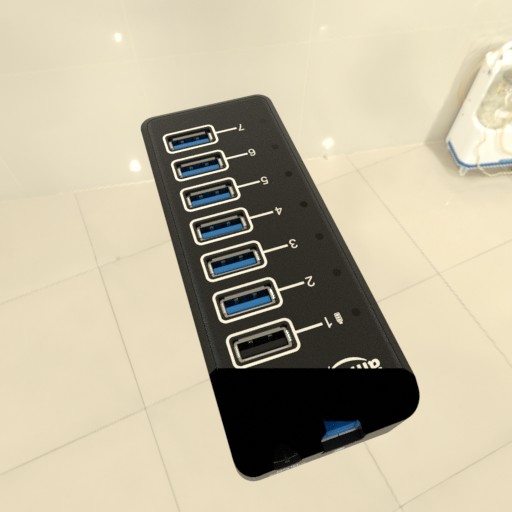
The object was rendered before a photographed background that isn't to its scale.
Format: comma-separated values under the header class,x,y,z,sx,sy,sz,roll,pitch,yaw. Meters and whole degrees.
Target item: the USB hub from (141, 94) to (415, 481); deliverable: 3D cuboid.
class,x,y,z,sx,sy,sz,roll,pitch,yaw
USB hub,0.000,0.000,0.129,0.044,0.023,0.110,-16,60,-9
